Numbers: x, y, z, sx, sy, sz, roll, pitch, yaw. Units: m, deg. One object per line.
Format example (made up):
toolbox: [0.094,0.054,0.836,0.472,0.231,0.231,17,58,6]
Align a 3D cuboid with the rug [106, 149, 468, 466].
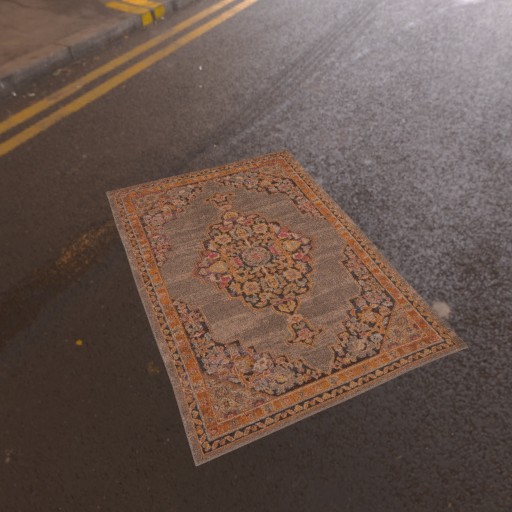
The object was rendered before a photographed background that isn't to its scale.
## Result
rug: [0.000,0.000,3.813,2.043,0.026,2.901,-17,47,-17]
